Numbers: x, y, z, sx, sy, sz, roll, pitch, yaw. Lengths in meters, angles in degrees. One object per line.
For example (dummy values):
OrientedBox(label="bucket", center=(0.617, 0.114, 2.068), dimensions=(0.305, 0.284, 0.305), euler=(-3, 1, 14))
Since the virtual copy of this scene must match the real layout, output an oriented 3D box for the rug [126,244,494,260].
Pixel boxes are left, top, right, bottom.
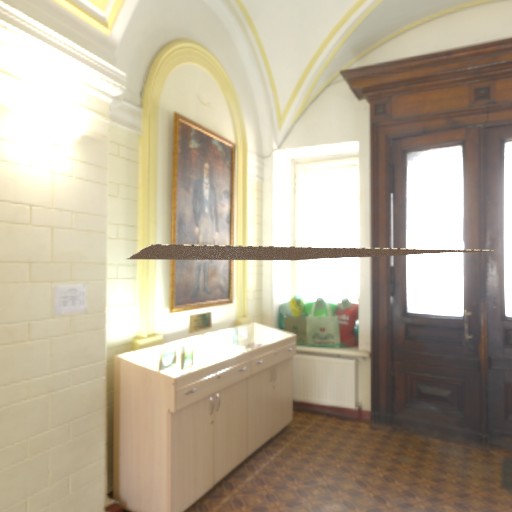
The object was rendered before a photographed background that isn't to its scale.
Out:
OrientedBox(label="rug", center=(0.000, 0.000, 2.187), dimensions=(1.177, 0.004, 1.750), euler=(1, -2, -18))
